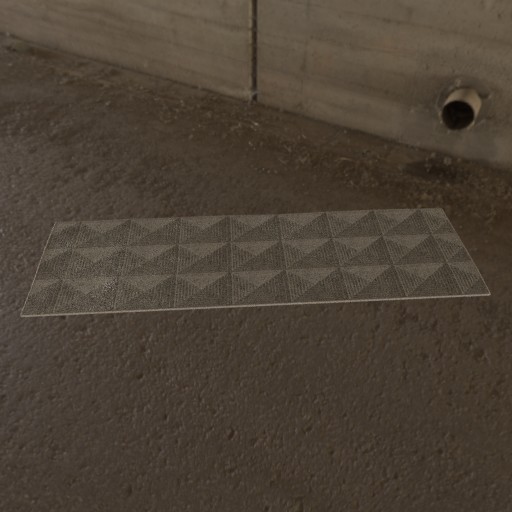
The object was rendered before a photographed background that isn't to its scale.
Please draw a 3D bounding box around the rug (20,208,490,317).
[{"bbox_3d":[0.000,0.000,2.266,2.182,0.015,0.645,-2,46,-2],"label":"rug"}]
